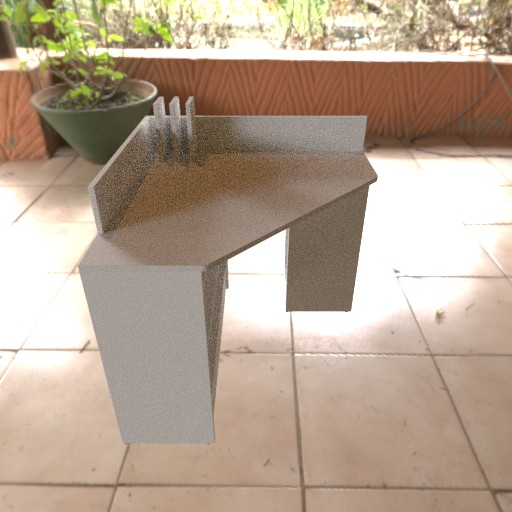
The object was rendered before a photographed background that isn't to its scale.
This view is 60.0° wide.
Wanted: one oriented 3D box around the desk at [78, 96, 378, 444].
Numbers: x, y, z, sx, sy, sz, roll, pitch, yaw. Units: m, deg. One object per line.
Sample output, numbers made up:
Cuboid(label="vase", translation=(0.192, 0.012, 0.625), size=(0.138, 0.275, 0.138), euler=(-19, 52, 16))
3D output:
Cuboid(label="desk", translation=(0.000, 0.000, 1.705), size=(0.940, 0.986, 0.940), euler=(0, 32, 0))
